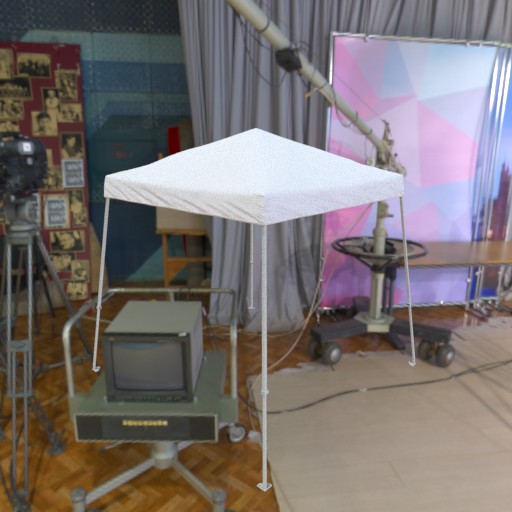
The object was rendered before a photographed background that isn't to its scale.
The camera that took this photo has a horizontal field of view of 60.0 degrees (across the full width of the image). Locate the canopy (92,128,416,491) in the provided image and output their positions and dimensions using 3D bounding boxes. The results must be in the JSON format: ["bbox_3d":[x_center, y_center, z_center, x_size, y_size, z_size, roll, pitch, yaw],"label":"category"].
[{"bbox_3d":[0.000,0.000,5.145,2.850,2.850,2.849,14,20,41],"label":"canopy"}]
